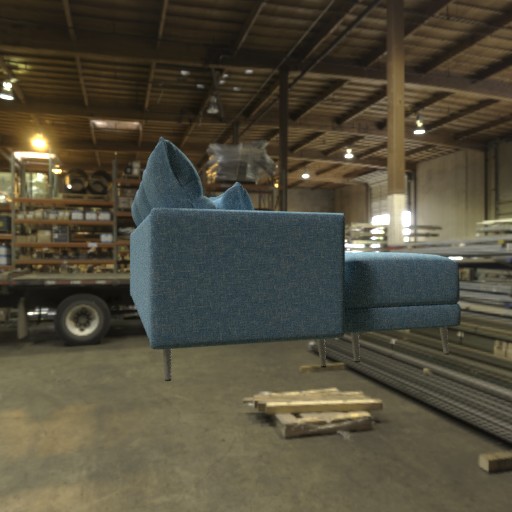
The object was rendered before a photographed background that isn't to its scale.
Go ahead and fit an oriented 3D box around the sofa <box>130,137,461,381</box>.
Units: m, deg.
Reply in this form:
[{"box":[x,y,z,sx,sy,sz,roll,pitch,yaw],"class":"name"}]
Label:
[{"box":[0.000,0.000,2.718,1.420,0.899,2.034,0,0,-18],"class":"sofa"}]
